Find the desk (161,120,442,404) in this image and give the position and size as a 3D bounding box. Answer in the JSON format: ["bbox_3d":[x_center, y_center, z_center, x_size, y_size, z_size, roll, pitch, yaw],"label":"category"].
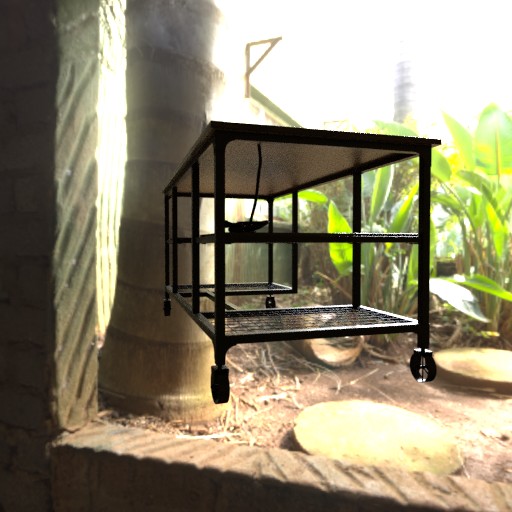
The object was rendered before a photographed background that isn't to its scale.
[{"bbox_3d":[0.000,0.000,2.001,0.711,0.751,1.590,0,2,-17],"label":"desk"}]
